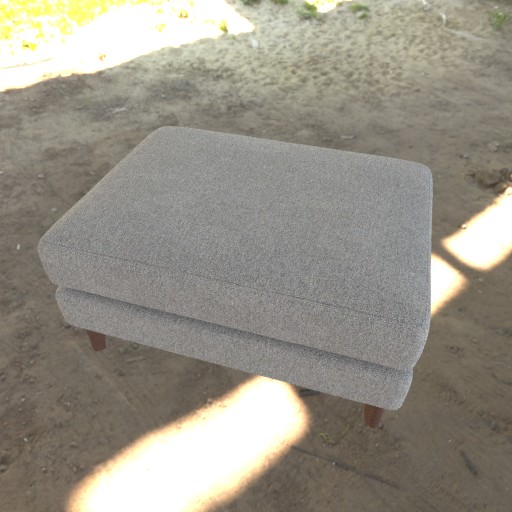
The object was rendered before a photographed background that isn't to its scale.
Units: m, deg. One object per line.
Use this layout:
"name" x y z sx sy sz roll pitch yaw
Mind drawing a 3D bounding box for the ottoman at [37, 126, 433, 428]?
"ottoman" 0.000 0.000 1.177 0.821 0.441 0.611 12 43 13
